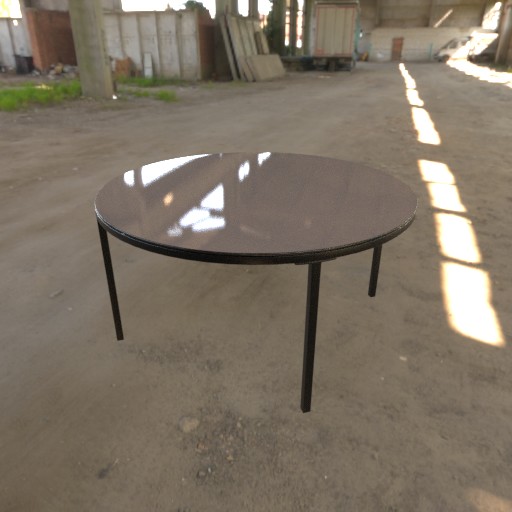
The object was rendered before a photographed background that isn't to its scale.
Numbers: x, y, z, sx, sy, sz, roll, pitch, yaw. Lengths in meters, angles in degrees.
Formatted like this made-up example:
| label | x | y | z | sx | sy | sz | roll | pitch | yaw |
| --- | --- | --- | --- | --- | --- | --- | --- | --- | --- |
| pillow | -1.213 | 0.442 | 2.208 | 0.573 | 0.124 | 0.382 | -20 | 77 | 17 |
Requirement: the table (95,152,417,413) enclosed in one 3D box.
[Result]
| label | x | y | z | sx | sy | sz | roll | pitch | yaw |
| --- | --- | --- | --- | --- | --- | --- | --- | --- | --- |
| table | 0.000 | 0.000 | 1.239 | 0.800 | 0.400 | 0.800 | 0 | 26 | 0 |
